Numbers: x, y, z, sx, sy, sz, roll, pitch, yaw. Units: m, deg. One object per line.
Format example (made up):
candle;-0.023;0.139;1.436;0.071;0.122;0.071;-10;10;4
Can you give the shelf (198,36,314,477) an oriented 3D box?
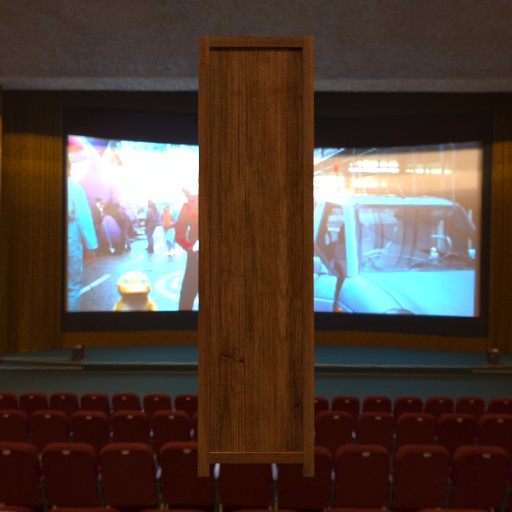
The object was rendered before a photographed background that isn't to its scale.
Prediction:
shelf;0.000;0.000;2.126;0.500;1.900;0.428;0;-1;0
